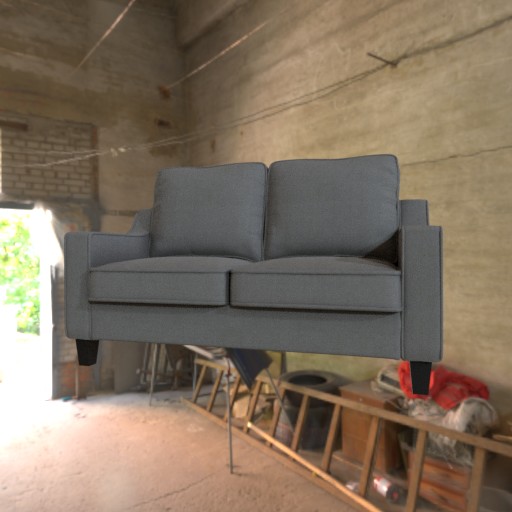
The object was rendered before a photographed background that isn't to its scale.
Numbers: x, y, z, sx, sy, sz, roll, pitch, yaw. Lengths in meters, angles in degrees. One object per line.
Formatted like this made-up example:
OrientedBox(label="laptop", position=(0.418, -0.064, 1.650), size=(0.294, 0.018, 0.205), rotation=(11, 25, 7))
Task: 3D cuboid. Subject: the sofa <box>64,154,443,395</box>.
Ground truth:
OrientedBox(label="sofa", position=(0.000, 0.000, 2.011), size=(1.500, 0.948, 0.791), rotation=(0, 0, 17))
